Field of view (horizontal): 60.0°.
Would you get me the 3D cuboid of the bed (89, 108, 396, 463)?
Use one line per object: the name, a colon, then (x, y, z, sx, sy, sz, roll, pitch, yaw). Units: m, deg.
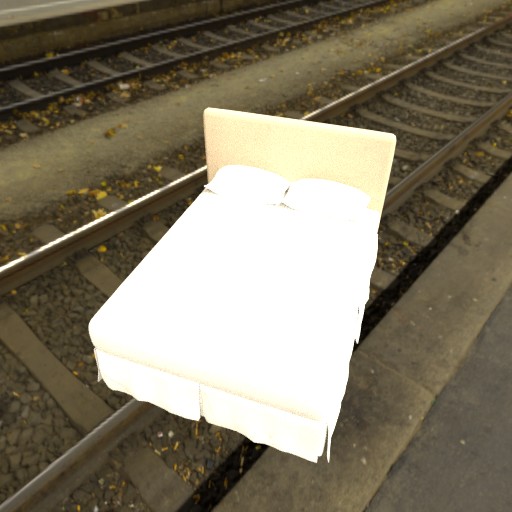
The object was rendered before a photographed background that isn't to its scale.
bed: (0.000, 0.000, 3.337, 1.723, 1.330, 2.142, 13, 41, 15)
